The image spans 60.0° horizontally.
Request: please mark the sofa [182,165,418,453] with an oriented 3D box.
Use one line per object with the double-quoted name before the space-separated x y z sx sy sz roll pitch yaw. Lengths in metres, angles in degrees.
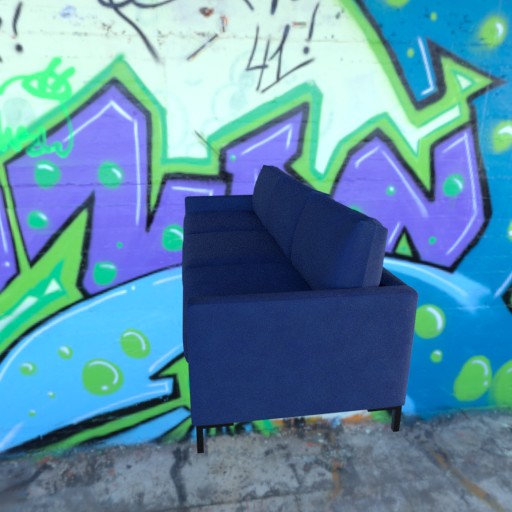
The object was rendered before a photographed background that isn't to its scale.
"sofa" 0.000 0.000 2.651 0.875 0.879 2.252 -3 17 -8
